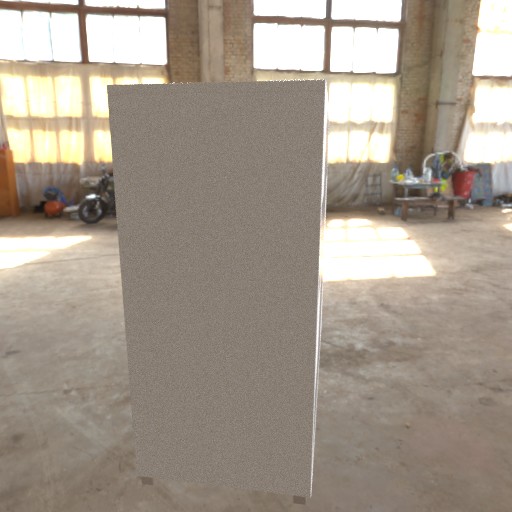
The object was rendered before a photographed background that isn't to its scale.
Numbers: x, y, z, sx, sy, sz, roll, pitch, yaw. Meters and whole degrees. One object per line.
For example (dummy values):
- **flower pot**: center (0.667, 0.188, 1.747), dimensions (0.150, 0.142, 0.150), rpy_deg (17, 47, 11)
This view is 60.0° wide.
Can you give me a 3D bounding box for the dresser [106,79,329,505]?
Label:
- **dresser**: center (0.000, 0.000, 1.547), dimensions (0.460, 1.000, 1.100), rpy_deg (2, 14, 9)
